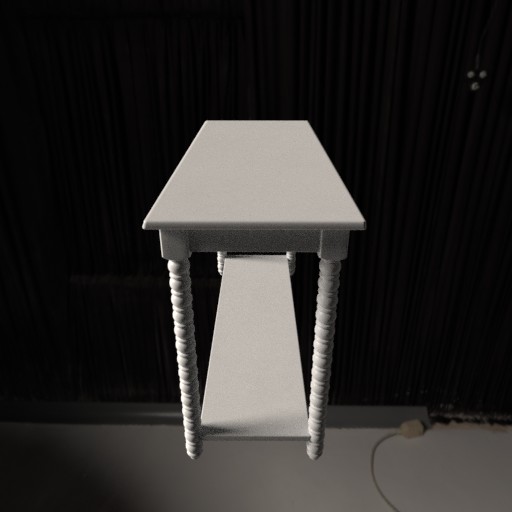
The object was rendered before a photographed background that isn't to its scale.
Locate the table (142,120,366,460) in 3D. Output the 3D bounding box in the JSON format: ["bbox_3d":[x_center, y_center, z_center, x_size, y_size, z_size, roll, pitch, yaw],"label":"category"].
[{"bbox_3d":[0.000,0.000,1.574,0.459,0.740,1.184,0,26,0],"label":"table"}]
